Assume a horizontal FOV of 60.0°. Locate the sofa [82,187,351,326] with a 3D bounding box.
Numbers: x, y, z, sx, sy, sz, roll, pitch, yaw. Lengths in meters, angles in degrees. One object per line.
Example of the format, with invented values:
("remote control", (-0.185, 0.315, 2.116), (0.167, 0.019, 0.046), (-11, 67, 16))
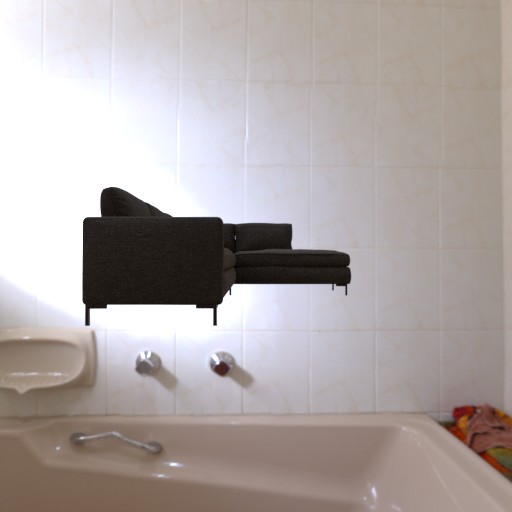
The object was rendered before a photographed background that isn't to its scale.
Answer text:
("sofa", (0.000, 0.000, 3.951), (2.007, 0.815, 2.949), (0, 0, -1))
